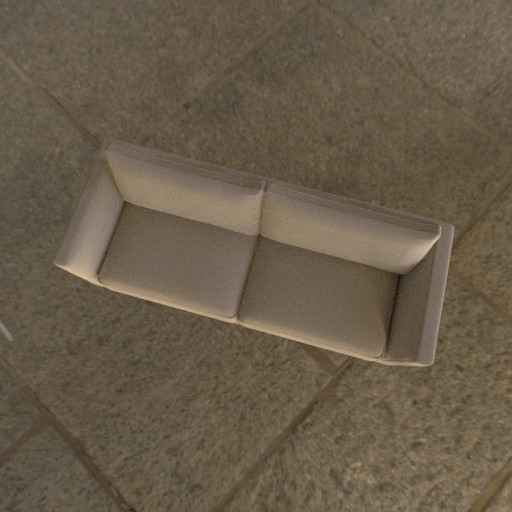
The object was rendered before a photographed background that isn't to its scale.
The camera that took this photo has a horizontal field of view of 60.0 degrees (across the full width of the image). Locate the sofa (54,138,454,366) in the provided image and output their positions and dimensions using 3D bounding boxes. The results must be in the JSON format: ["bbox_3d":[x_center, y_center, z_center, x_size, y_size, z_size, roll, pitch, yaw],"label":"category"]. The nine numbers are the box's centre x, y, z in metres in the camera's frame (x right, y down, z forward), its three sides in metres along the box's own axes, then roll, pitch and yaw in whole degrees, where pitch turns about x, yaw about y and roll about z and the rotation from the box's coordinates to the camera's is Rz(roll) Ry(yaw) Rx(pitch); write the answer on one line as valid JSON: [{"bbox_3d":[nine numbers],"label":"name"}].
[{"bbox_3d":[0.000,0.000,2.811,2.214,1.005,0.868,15,75,4],"label":"sofa"}]
